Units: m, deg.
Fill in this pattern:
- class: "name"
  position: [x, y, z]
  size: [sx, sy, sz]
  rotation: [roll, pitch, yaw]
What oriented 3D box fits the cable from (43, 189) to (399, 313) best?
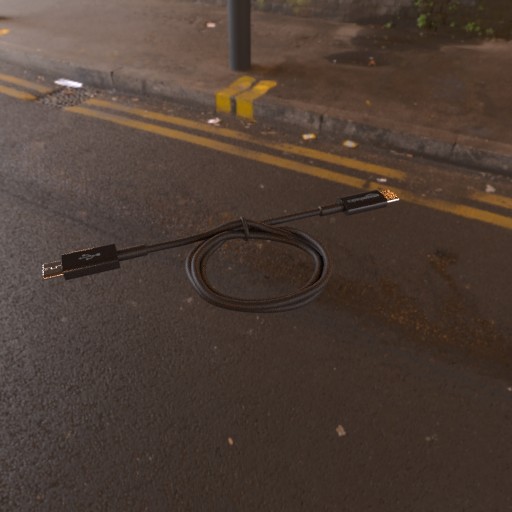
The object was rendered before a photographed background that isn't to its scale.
- class: "cable"
  position: [0.000, 0.000, 0.212]
  size: [0.192, 0.014, 0.070]
  rotation: [-14, 42, -16]
